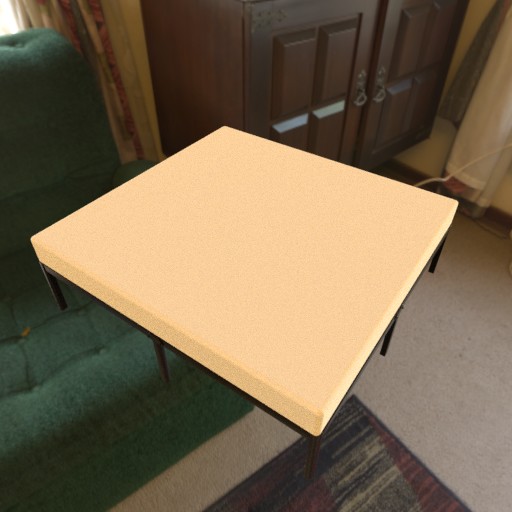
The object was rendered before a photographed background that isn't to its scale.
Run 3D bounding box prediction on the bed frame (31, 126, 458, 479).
[{"bbox_3d":[0.000,0.000,3.107,2.079,0.659,1.963,25,47,26],"label":"bed frame"}]
